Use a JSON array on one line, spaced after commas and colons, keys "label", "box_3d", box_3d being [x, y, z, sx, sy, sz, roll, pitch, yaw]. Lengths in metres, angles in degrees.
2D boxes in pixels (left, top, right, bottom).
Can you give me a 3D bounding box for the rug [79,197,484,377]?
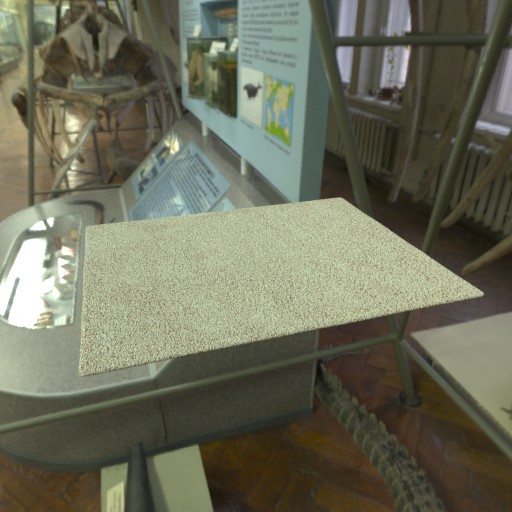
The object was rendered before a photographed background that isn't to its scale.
[{"label": "rug", "box_3d": [0.000, 0.000, 4.135, 3.047, 0.029, 2.438, -8, 28, -16]}]
